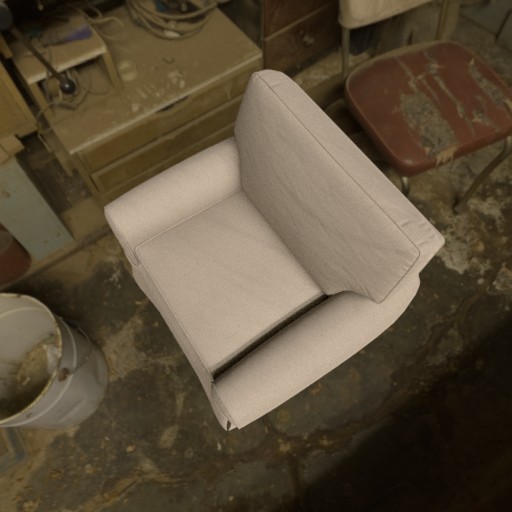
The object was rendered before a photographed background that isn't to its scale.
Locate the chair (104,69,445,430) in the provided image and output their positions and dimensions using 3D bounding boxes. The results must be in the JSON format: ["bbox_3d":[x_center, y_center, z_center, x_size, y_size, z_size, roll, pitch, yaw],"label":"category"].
[{"bbox_3d":[0.000,0.000,1.913,0.988,1.017,1.135,-31,68,-14],"label":"chair"}]
